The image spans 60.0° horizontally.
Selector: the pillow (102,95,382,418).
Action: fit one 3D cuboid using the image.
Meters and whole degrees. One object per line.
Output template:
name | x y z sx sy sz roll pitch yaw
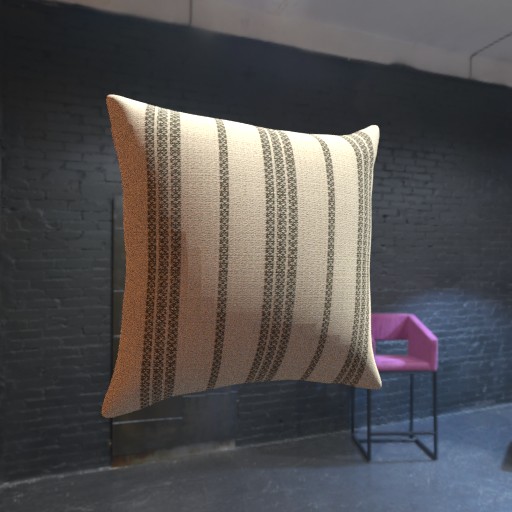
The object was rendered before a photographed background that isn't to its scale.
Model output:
pillow | 0.000 0.000 0.620 0.405 0.406 0.173 0 -1 -19
